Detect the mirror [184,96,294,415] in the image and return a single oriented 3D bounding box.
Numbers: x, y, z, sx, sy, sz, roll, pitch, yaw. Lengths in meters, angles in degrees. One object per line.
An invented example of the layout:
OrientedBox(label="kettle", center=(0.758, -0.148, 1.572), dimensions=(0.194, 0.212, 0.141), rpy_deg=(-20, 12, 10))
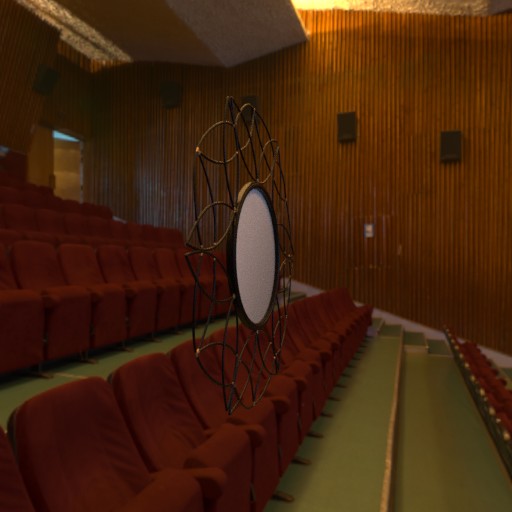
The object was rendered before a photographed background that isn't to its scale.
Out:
OrientedBox(label="mirror", center=(0.000, 0.000, 1.150), dimensions=(0.028, 0.775, 0.797), rpy_deg=(0, -1, 18))
